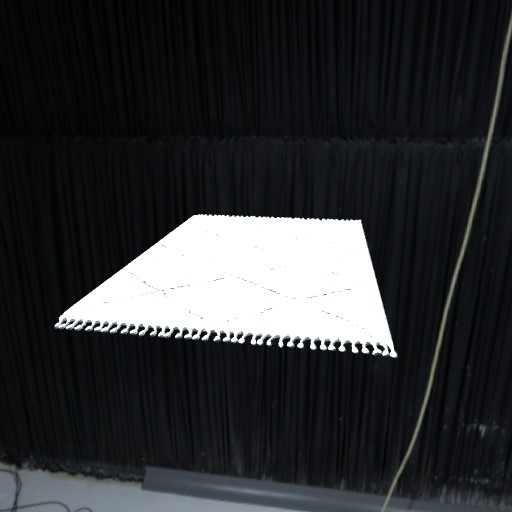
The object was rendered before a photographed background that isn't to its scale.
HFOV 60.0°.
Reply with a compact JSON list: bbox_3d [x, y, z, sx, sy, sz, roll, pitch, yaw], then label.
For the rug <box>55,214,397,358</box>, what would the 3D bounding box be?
[{"bbox_3d":[0.000,0.000,2.924,1.494,0.031,2.307,3,18,9],"label":"rug"}]
